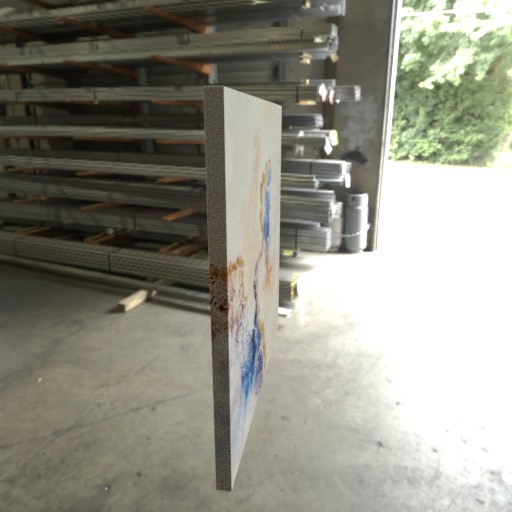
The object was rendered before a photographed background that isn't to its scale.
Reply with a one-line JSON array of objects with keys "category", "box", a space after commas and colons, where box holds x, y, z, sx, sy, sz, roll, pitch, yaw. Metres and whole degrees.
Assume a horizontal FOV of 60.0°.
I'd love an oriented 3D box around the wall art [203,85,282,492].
[{"category": "wall art", "box": [0.000, 0.000, 1.331, 0.038, 0.889, 0.889, 3, 17, 9]}]
